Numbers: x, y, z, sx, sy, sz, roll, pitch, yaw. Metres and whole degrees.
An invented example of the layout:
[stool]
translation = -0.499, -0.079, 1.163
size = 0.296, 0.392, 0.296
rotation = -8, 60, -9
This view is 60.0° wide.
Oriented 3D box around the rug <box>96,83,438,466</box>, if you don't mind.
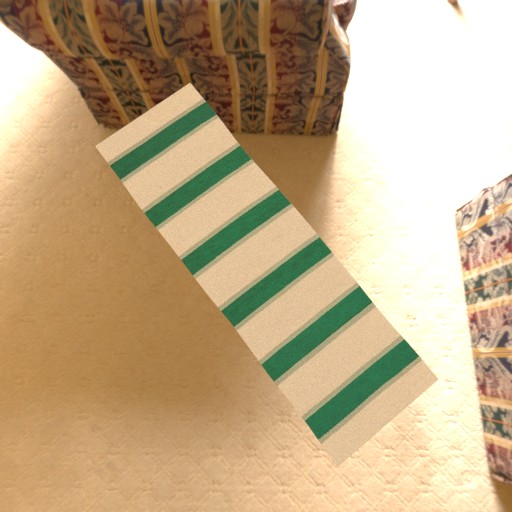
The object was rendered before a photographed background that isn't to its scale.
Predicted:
[rug]
translation = 0.000, 0.000, 2.717
size = 0.768, 0.012, 2.438
rotation = -37, 79, -8
